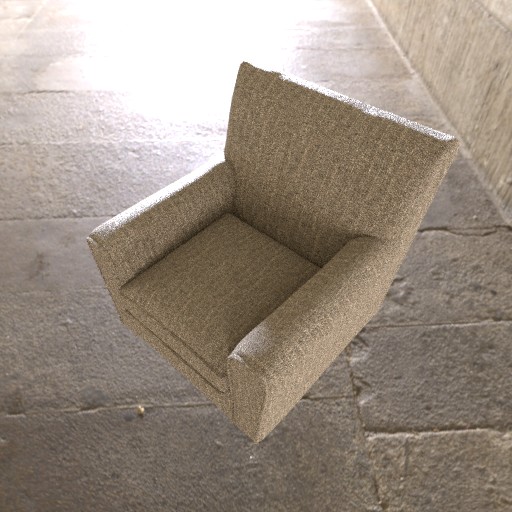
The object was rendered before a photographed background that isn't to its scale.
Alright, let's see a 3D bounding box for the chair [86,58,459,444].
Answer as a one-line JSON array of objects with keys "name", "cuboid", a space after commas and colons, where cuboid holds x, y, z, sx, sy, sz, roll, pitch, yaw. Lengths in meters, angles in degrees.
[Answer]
[{"name": "chair", "cuboid": [0.000, 0.000, 1.614, 0.864, 0.928, 0.873, 33, 55, 27]}]
